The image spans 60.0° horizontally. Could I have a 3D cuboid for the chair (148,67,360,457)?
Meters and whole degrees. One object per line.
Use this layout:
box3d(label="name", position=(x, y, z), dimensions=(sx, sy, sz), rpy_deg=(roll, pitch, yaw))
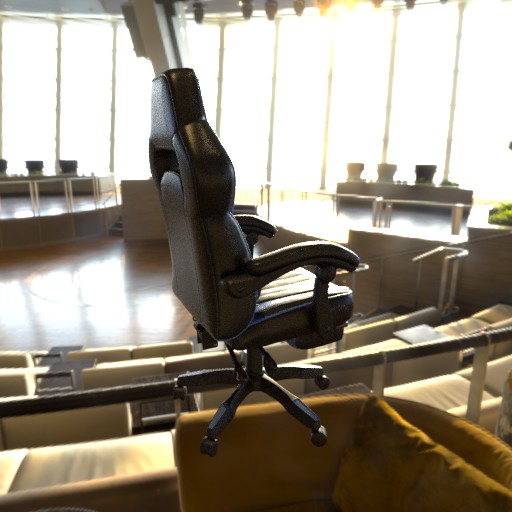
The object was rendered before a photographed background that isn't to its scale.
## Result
box3d(label="chair", position=(0.000, 0.000, 1.686), dimensions=(0.700, 1.280, 0.700), rpy_deg=(-7, 16, -25))
